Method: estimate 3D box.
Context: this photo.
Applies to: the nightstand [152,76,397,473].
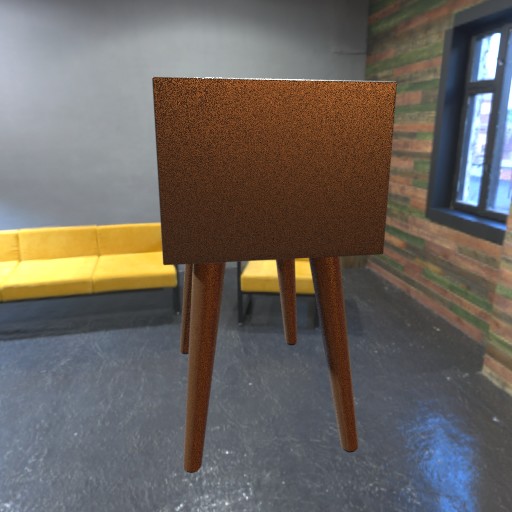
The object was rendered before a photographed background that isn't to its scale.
[{"bbox_3d":[0.000,0.000,0.734,0.288,0.508,0.370,-3,16,-10],"label":"nightstand"}]
